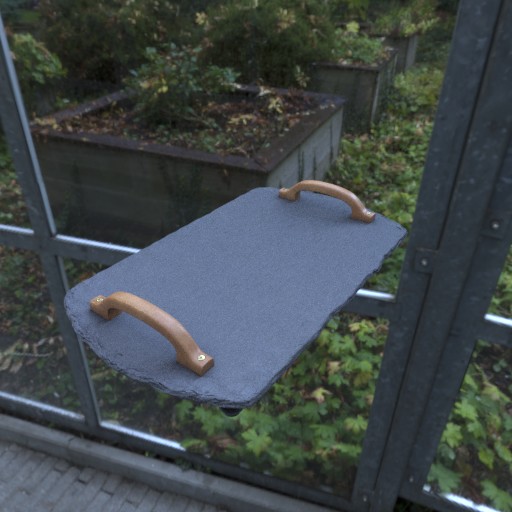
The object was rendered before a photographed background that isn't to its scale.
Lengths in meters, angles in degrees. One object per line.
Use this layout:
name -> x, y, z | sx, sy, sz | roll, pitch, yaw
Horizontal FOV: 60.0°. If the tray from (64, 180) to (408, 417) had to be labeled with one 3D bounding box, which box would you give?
tray -> 0.000, 0.000, 0.479 | 0.231, 0.062, 0.387 | 21, 38, 30
